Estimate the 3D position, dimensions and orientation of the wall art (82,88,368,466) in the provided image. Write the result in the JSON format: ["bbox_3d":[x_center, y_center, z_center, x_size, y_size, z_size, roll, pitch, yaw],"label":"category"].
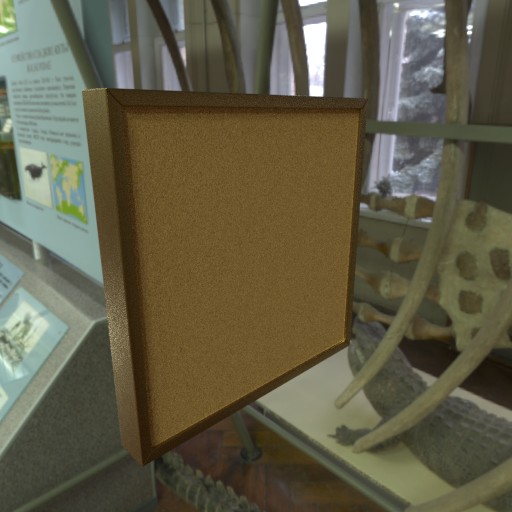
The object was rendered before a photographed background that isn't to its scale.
[{"bbox_3d":[0.000,0.000,0.446,0.305,0.305,0.037,-16,24,-41],"label":"wall art"}]
